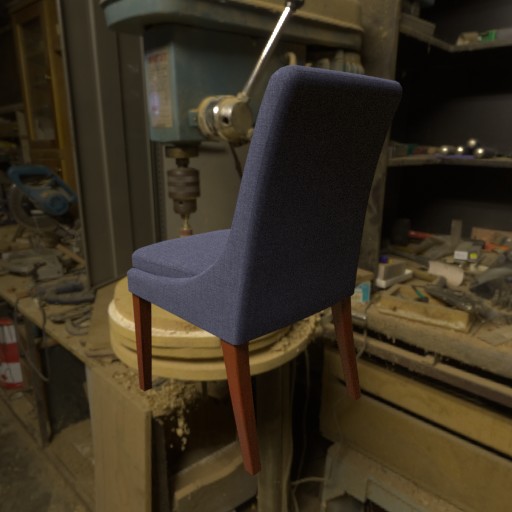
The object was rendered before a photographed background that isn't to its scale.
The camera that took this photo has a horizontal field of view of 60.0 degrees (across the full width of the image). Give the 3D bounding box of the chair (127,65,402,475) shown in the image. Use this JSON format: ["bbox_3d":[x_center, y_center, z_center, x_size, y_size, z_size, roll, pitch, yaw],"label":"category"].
[{"bbox_3d":[0.000,0.000,1.310,0.508,0.952,0.655,-15,21,-43],"label":"chair"}]
